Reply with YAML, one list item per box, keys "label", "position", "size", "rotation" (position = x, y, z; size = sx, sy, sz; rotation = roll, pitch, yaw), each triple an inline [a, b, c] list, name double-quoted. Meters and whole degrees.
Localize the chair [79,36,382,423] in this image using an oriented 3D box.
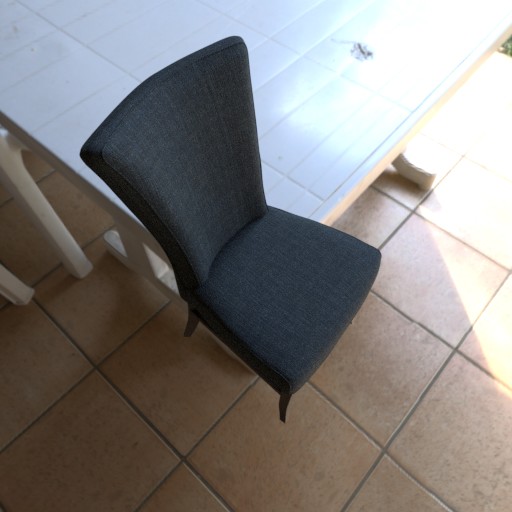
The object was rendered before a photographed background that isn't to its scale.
- label: "chair"
  position: [0.000, 0.000, 1.333]
  size: [0.660, 0.991, 0.520]
  rotation: [32, 63, 18]
